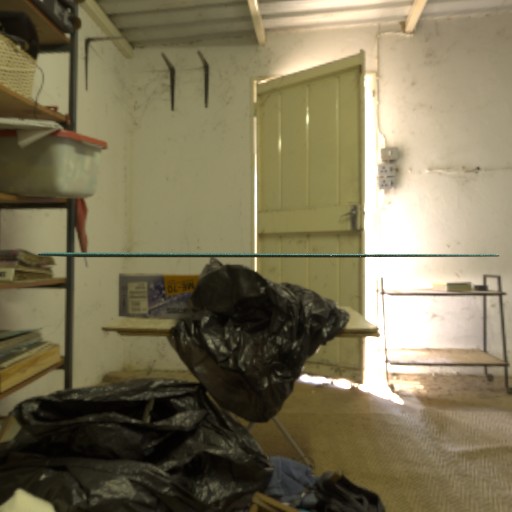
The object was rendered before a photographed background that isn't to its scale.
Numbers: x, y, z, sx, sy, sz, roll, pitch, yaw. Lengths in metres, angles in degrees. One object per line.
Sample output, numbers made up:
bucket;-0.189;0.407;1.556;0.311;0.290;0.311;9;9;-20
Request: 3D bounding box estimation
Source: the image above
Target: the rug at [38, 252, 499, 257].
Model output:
rug;0.000;0.000;2.753;2.205;0.012;1.554;0;0;-17
